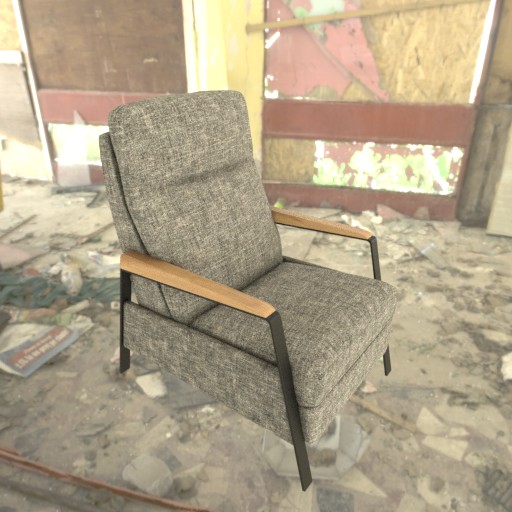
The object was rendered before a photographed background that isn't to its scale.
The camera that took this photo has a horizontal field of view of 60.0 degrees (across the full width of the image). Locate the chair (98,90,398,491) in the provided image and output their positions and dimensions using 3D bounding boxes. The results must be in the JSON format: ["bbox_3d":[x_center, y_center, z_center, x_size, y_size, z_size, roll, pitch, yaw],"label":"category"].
[{"bbox_3d":[0.000,0.000,1.559,0.868,1.042,0.671,18,32,33],"label":"chair"}]
